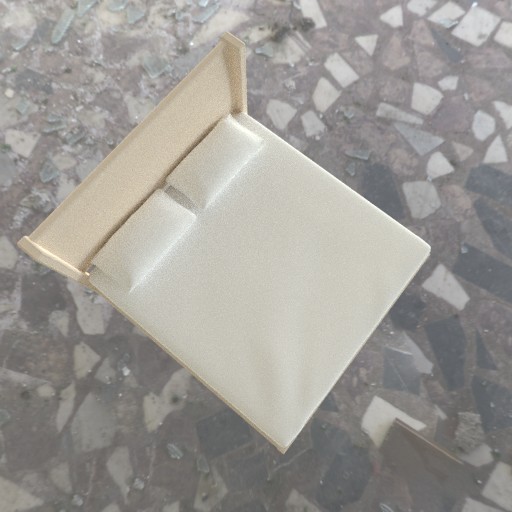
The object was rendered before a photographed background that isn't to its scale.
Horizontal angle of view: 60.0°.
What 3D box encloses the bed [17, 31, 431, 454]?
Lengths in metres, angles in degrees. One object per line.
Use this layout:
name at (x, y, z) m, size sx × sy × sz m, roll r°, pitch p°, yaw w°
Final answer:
bed at (0.000, 0.000, 3.618) m, size 2.293 × 1.471 × 2.145 m, roll 38°, pitch 78°, yaw 9°
